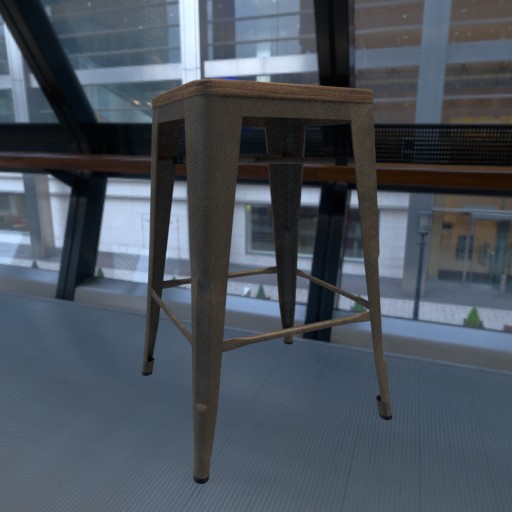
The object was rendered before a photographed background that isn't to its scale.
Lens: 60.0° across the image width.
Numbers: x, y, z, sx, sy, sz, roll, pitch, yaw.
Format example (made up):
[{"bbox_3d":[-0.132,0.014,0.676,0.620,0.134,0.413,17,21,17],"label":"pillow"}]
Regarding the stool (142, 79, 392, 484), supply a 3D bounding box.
[{"bbox_3d":[0.000,0.000,0.885,0.407,0.607,0.407,-7,15,-25],"label":"stool"}]
